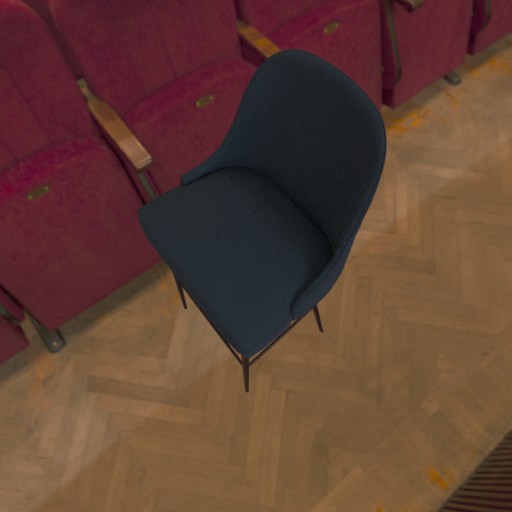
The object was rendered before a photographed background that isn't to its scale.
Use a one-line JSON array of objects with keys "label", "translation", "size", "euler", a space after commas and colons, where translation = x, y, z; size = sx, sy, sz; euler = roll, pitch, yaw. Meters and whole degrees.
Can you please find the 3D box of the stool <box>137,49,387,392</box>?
[{"label": "stool", "translation": [0.000, 0.000, 1.344], "size": [0.489, 1.079, 0.527], "euler": [-34, 68, -16]}]
